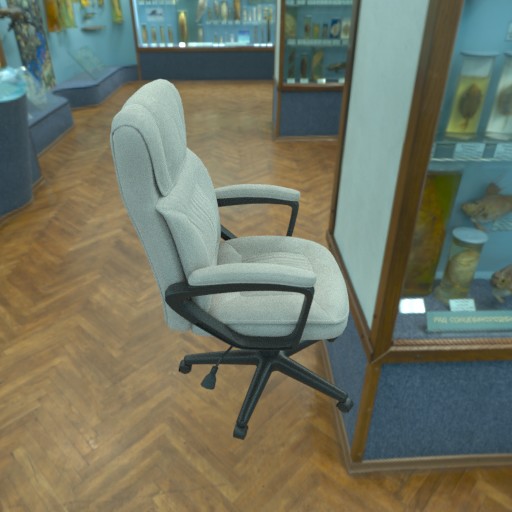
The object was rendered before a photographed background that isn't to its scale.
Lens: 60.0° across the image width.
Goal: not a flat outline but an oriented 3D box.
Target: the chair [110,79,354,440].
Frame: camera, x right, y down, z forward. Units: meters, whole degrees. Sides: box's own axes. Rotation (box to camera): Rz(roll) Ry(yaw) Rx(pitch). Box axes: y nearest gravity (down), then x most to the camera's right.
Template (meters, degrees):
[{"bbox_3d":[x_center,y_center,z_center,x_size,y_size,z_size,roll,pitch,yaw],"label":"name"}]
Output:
[{"bbox_3d":[0.000,0.000,1.524,0.724,1.105,0.667,0,32,0],"label":"chair"}]
